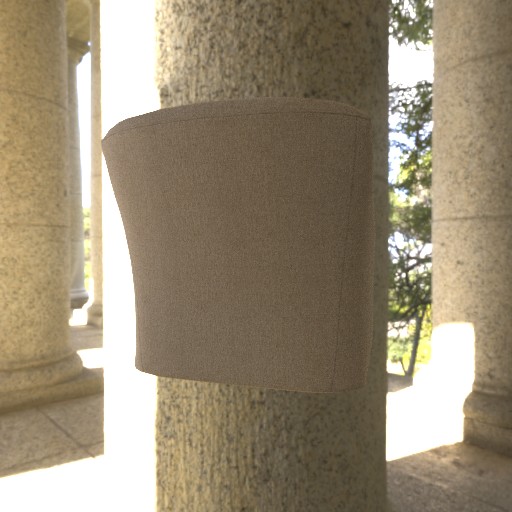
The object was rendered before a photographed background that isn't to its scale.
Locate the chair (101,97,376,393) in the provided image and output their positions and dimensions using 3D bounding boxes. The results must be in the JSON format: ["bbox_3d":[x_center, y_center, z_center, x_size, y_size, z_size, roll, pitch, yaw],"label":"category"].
[{"bbox_3d":[0.000,0.000,1.619,0.864,0.856,0.923,0,1,19],"label":"chair"}]
